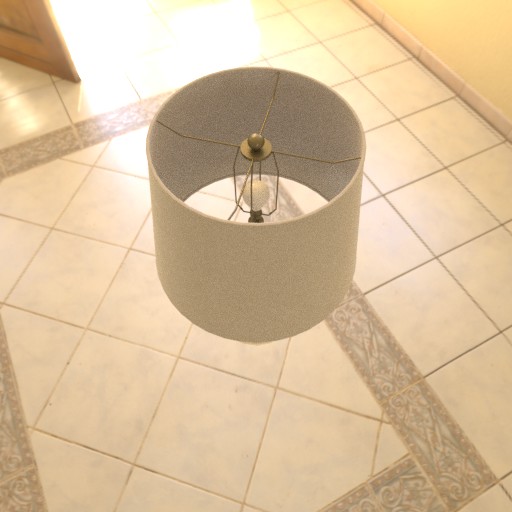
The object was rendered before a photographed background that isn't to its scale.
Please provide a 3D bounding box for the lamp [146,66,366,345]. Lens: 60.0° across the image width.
[{"bbox_3d":[0.000,0.000,0.551,0.239,0.399,0.239,0,59,0],"label":"lamp"}]
